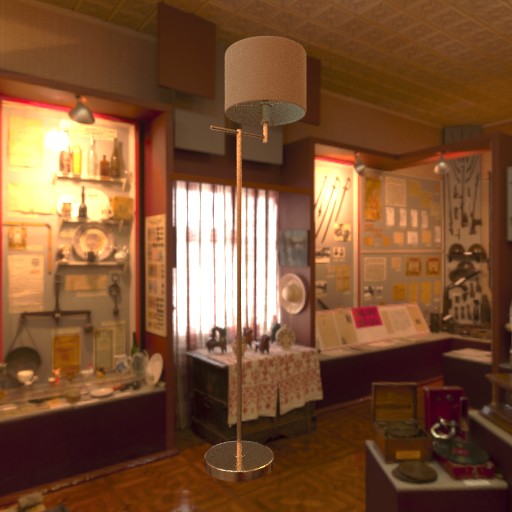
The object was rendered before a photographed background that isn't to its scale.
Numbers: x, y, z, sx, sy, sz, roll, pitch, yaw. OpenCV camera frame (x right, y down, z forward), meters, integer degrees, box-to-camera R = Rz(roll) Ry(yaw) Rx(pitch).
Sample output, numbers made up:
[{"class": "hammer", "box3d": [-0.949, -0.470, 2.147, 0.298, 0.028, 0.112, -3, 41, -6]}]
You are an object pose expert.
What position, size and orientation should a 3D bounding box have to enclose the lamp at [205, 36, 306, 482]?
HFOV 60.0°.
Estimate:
[{"class": "lamp", "box3d": [0.000, 0.000, 1.743, 0.416, 1.600, 0.324, 0, 0, -34]}]
